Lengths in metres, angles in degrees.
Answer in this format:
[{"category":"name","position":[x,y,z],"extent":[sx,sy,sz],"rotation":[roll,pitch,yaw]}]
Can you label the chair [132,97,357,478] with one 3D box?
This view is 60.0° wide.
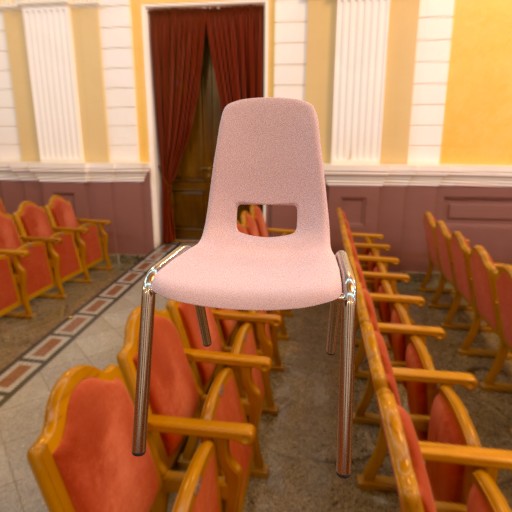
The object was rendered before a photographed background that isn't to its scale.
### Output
[{"category":"chair","position":[0.000,0.000,0.823],"extent":[0.354,0.586,0.423],"rotation":[2,15,8]}]
